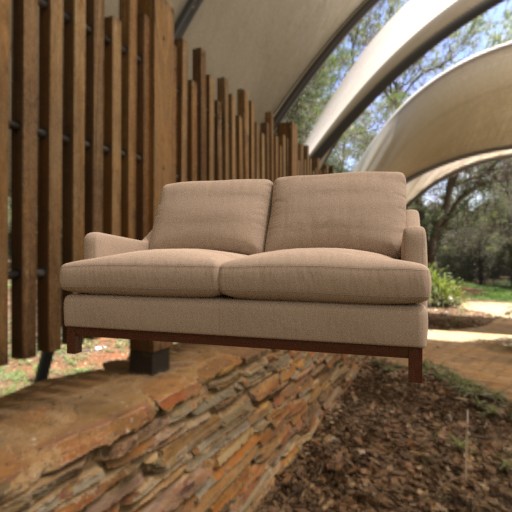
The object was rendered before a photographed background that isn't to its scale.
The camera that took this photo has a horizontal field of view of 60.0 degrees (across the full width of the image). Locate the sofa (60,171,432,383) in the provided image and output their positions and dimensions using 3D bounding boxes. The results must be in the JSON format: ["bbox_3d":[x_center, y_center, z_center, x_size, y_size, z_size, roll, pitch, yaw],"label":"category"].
[{"bbox_3d":[0.000,0.000,2.263,1.619,0.910,1.004,0,0,18],"label":"sofa"}]
